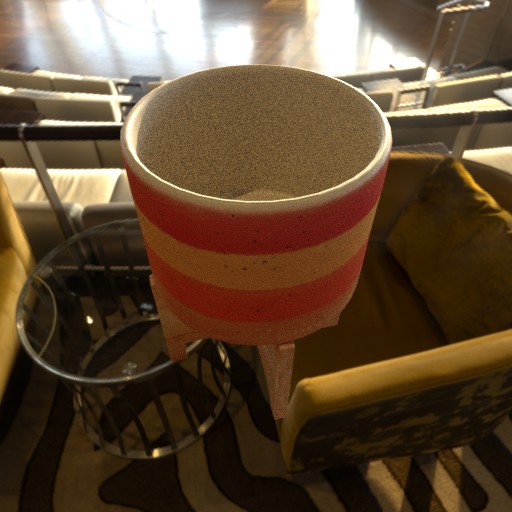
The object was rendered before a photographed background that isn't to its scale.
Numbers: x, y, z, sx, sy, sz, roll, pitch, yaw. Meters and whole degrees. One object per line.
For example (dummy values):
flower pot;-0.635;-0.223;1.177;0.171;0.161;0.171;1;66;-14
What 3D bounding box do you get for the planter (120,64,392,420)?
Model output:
planter;0.000;0.000;0.561;0.269;0.379;0.269;0;47;0
